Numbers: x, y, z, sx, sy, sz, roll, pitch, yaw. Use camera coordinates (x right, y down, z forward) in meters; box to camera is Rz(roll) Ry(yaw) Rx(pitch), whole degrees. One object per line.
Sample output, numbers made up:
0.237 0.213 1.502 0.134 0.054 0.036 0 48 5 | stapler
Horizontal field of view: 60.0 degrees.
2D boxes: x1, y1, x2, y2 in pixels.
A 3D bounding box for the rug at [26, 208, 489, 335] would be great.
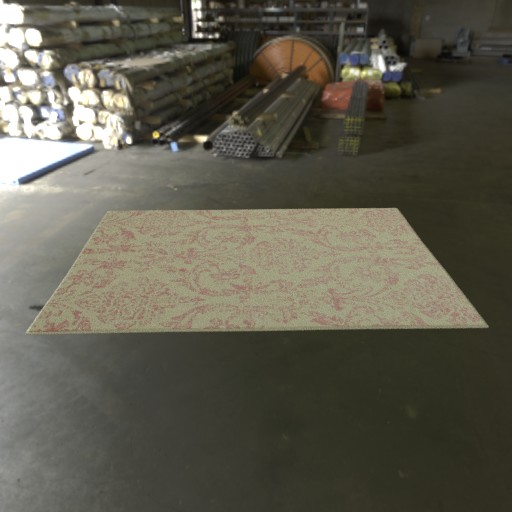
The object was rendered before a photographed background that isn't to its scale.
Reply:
0.000 0.000 2.289 1.839 0.012 1.219 -1 29 -1 | rug
